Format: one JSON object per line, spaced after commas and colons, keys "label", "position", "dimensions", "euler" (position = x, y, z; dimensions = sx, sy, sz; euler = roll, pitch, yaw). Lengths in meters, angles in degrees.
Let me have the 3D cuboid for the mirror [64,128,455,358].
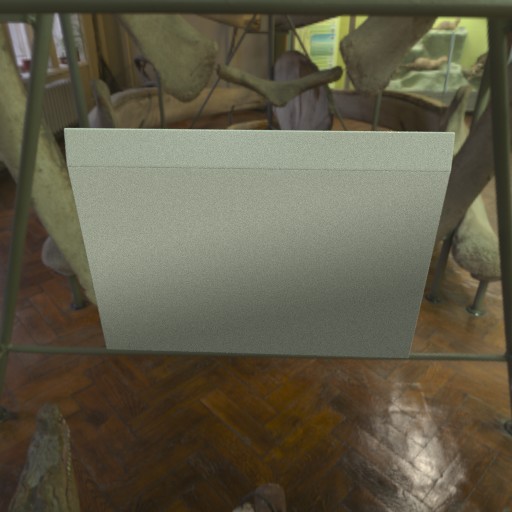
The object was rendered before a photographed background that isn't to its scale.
{"label": "mirror", "position": [0.000, 0.000, 1.133], "dimensions": [0.870, 0.630, 0.030], "euler": [1, 30, 2]}
